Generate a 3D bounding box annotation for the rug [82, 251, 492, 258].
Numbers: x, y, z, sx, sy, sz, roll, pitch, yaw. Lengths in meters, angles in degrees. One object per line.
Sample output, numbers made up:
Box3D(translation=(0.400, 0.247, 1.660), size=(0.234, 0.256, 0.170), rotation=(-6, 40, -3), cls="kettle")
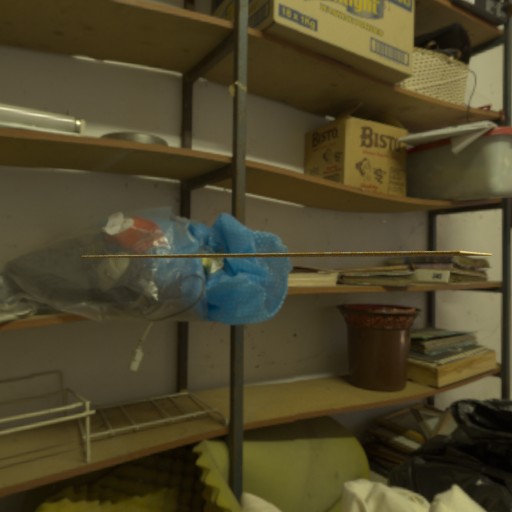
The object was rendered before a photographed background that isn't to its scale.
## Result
Box3D(translation=(0.000, 0.000, 2.677), size=(2.438, 0.010, 0.775), rotation=(-1, -1, 36), cls="rug")
